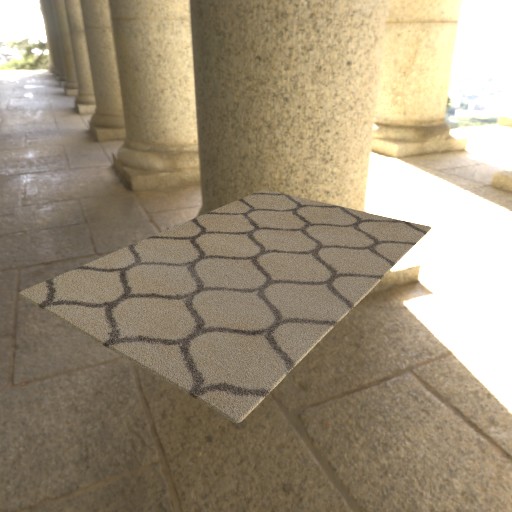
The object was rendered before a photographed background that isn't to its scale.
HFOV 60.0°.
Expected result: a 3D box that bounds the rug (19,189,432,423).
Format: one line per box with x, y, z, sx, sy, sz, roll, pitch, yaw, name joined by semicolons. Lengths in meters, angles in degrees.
0.000;0.000;3.326;1.801;0.026;2.701;18;31;32;rug
